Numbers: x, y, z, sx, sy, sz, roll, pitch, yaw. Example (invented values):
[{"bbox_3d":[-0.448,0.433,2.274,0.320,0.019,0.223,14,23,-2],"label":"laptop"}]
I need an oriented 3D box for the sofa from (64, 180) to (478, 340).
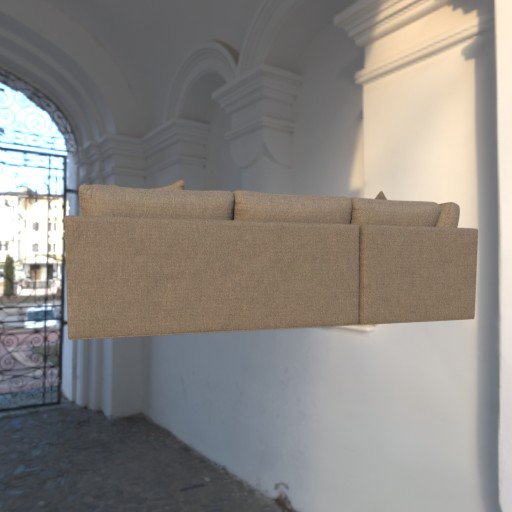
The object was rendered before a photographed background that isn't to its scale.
[{"bbox_3d":[0.000,0.000,3.824,2.896,0.978,1.994,0,-1,-19],"label":"sofa"}]
